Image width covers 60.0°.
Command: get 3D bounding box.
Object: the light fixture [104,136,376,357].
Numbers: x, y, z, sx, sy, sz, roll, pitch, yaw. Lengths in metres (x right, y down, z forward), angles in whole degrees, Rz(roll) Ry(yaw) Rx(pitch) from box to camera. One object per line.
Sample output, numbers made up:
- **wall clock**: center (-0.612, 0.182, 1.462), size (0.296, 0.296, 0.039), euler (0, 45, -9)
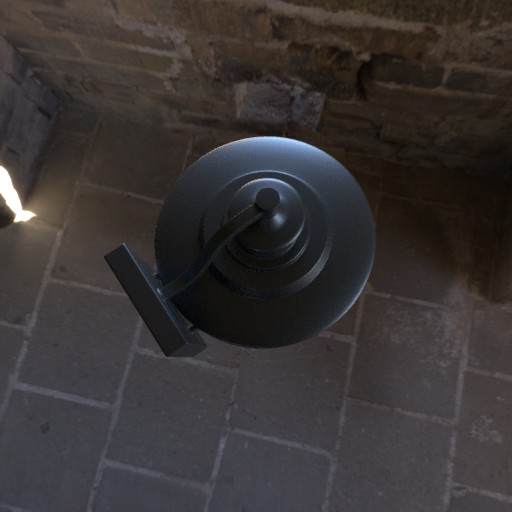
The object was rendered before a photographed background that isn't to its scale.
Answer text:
- **light fixture**: center (0.000, 0.000, 0.511), size (0.252, 0.345, 0.222), euler (-34, 79, -7)
